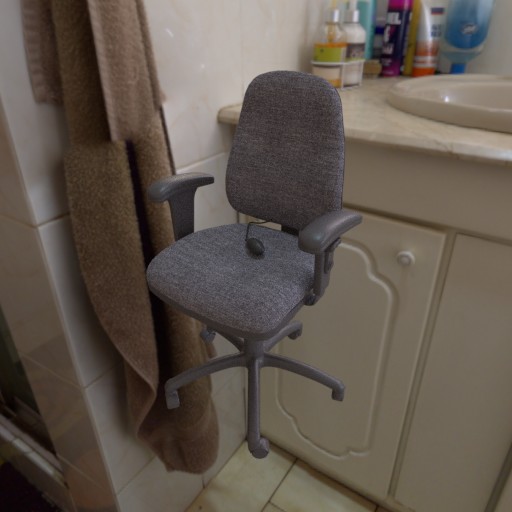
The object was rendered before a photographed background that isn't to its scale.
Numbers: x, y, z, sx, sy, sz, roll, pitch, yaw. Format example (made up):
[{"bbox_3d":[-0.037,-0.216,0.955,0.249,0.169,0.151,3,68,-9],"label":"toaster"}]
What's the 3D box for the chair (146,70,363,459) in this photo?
[{"bbox_3d":[0.000,0.000,1.209,0.550,0.910,0.530,20,35,31],"label":"chair"}]
